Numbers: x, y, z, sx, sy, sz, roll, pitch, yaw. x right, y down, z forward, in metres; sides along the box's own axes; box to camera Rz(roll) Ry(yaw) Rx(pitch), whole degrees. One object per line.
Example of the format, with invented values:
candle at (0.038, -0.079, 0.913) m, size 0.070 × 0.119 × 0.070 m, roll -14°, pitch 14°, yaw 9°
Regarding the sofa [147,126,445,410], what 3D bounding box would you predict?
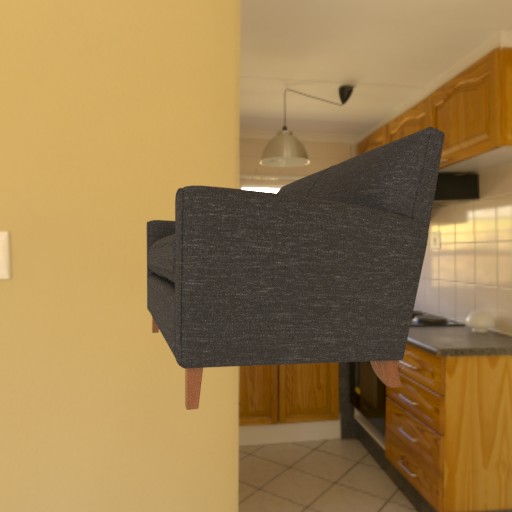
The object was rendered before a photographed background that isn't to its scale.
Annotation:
sofa at (0.000, 0.000, 1.957) m, size 0.875 × 0.846 × 1.420 m, roll 0°, pitch 0°, yaw -17°
